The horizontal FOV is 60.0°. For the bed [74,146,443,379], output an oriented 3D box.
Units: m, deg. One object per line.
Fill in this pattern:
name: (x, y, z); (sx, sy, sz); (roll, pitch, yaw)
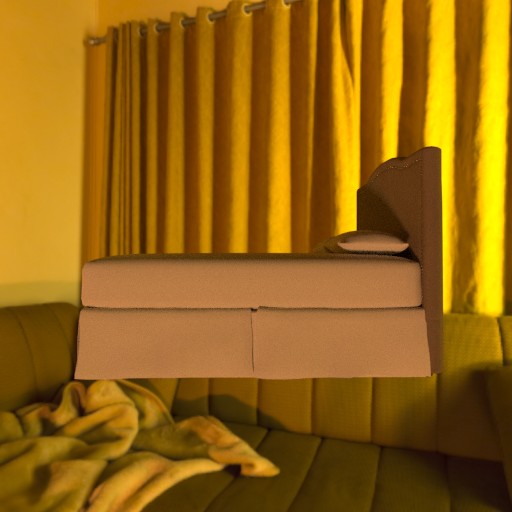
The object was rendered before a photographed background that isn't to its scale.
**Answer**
bed: (0.000, 0.000, 3.352); (2.128, 1.441, 1.744); (0, 0, 0)
